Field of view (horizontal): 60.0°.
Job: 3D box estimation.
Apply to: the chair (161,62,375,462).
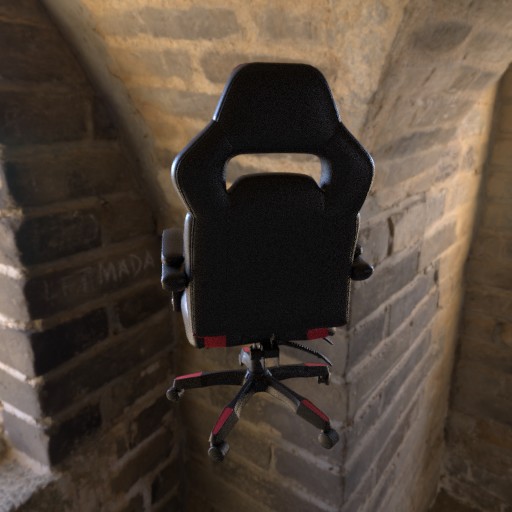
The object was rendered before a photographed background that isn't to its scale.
[{"bbox_3d":[0.000,0.000,1.615,0.700,1.220,0.700,-3,15,-10],"label":"chair"}]
